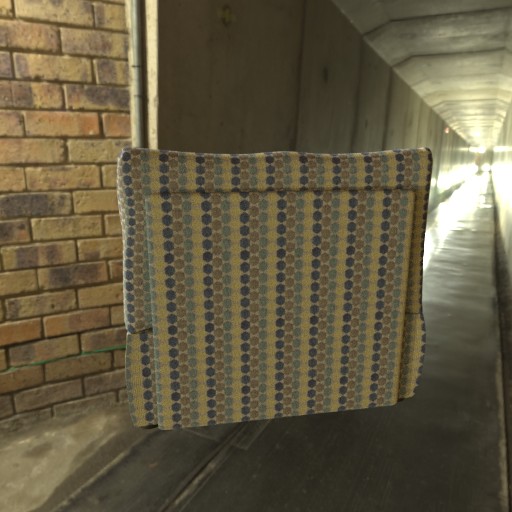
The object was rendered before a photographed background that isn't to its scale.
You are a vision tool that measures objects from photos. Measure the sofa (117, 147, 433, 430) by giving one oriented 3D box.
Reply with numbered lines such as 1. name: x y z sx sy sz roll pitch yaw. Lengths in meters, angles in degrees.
1. sofa: 0.000 0.000 1.747 0.930 0.830 1.000 -2 14 -10
